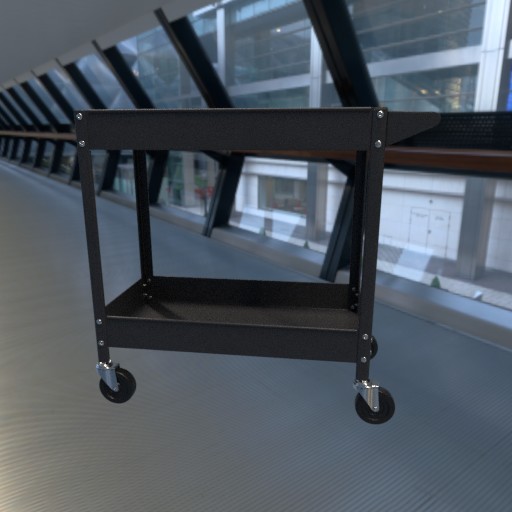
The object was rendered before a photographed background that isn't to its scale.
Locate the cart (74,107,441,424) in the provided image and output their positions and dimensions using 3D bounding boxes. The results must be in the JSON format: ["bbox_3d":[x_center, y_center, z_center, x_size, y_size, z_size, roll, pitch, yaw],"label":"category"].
[{"bbox_3d":[0.000,0.000,1.170,0.779,0.719,0.366,2,15,7],"label":"cart"}]
